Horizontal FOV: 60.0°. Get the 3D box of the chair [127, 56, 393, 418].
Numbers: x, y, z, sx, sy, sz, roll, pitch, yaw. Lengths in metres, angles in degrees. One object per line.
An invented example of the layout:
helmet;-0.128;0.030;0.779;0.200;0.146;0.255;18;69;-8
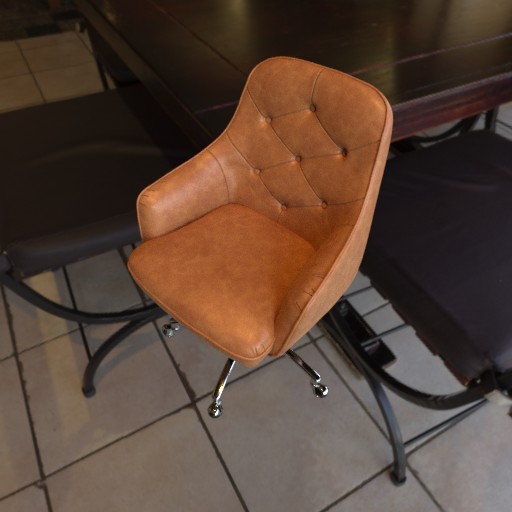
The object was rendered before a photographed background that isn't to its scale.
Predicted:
chair;0.000;0.000;1.288;0.628;0.909;0.615;32;54;28
